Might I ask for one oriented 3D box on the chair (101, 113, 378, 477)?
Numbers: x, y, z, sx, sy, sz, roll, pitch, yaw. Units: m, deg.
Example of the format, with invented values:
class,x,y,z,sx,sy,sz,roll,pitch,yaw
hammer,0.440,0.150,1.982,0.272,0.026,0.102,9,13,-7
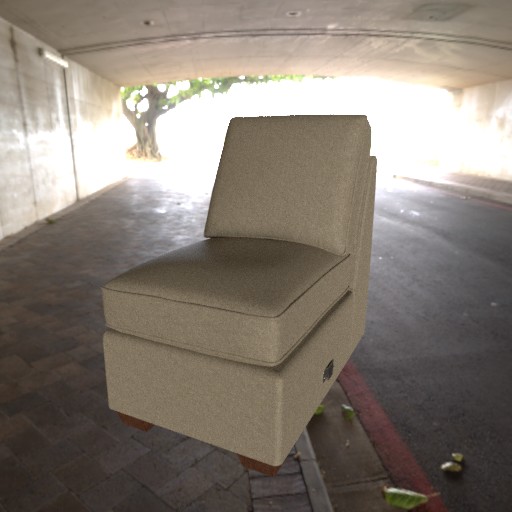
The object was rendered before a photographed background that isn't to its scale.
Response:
class,x,y,z,sx,sy,sz,roll,pitch,yaw
chair,0.000,0.000,1.683,0.674,1.058,1.020,7,17,26
